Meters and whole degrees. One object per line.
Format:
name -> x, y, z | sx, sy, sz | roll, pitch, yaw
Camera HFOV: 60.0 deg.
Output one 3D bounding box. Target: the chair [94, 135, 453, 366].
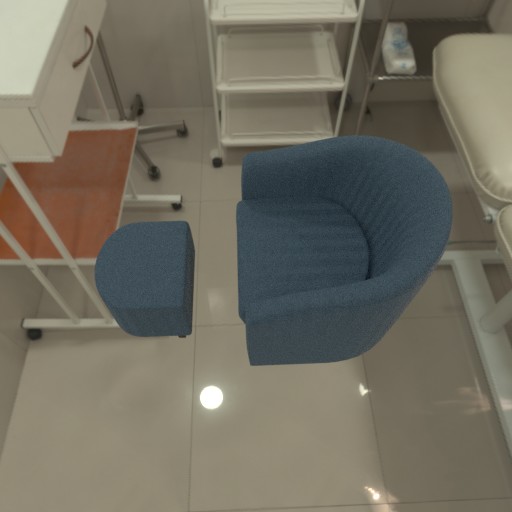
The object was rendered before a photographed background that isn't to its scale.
chair -> 0.000, 0.000, 1.762 | 1.288, 0.757, 0.756 | -2, 57, -1
